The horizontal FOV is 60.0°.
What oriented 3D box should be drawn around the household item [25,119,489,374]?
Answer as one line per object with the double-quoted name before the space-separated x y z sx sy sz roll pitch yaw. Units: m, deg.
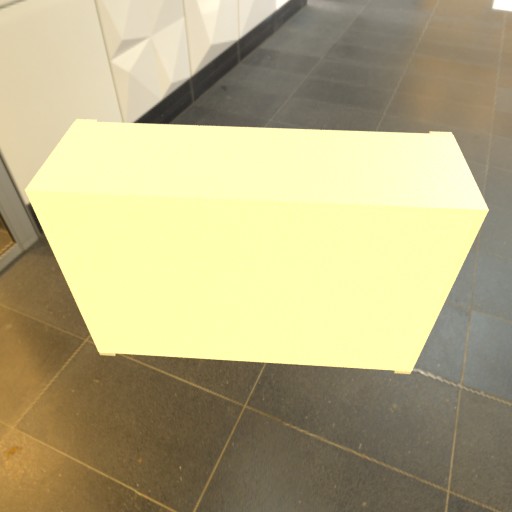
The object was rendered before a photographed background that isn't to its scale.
"household item" 0.000 0.000 1.693 1.300 0.867 0.420 3 45 3
